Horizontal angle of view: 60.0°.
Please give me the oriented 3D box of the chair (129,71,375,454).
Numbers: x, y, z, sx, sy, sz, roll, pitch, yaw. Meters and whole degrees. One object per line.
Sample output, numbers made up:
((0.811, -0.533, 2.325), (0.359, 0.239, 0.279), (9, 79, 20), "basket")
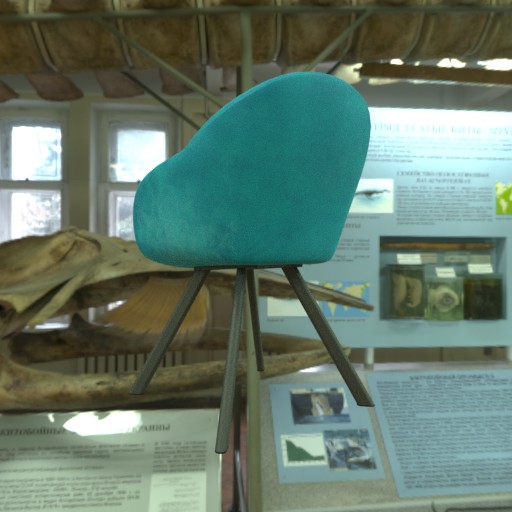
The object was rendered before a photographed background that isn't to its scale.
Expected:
((0.000, 0.000, 1.196), (0.550, 0.795, 0.590), (0, 0, -37), "chair")
